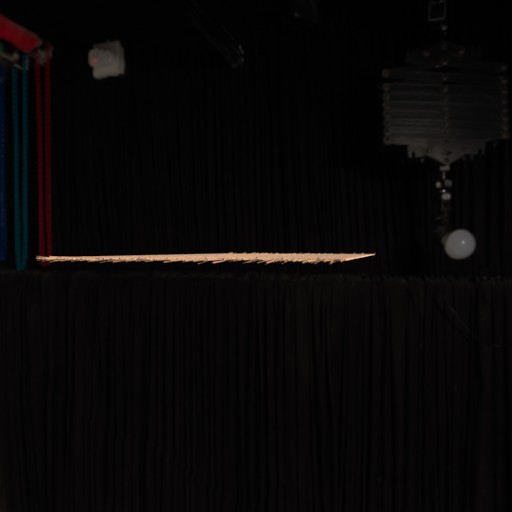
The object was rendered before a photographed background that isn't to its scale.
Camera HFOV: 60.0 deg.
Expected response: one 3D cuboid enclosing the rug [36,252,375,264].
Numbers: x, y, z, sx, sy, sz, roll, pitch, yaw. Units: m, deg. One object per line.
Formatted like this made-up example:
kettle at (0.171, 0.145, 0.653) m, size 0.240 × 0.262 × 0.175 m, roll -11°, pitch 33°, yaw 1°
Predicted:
rug at (0.000, 0.000, 2.550) m, size 1.224 × 0.027 × 2.085 m, roll 0°, pitch 1°, yaw 18°
